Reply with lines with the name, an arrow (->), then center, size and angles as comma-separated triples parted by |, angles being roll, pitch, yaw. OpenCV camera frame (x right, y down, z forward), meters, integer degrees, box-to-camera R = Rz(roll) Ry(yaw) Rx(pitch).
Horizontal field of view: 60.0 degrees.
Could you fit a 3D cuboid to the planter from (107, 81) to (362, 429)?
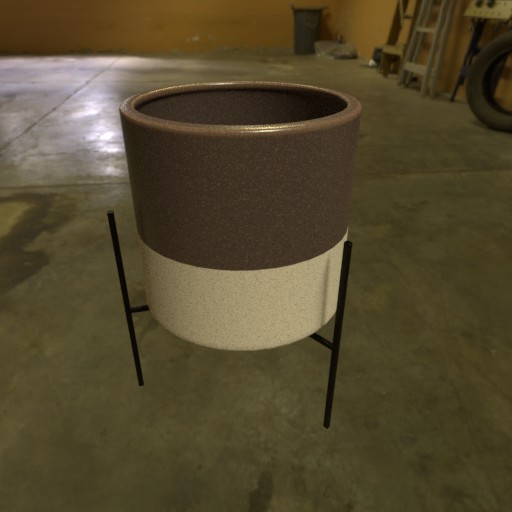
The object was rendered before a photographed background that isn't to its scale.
planter -> 0.000, 0.000, 0.521 | 0.260, 0.353, 0.250 | 22, 37, 33
